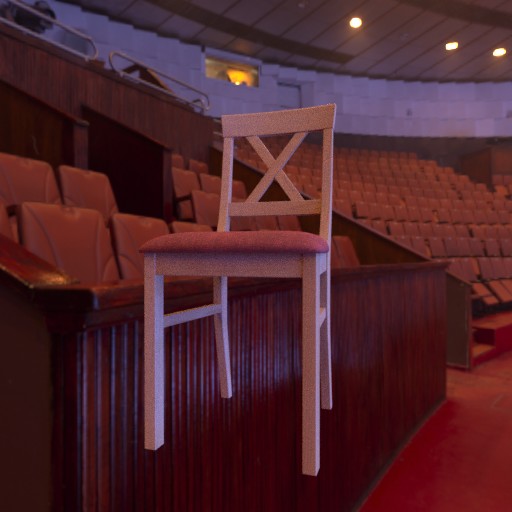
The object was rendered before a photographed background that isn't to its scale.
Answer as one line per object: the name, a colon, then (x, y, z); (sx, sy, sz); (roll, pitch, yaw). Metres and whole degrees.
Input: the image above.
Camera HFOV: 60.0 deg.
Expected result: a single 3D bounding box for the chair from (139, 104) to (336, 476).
chair: (0.000, 0.000, 1.188); (0.439, 0.912, 0.492); (0, 1, 18)
